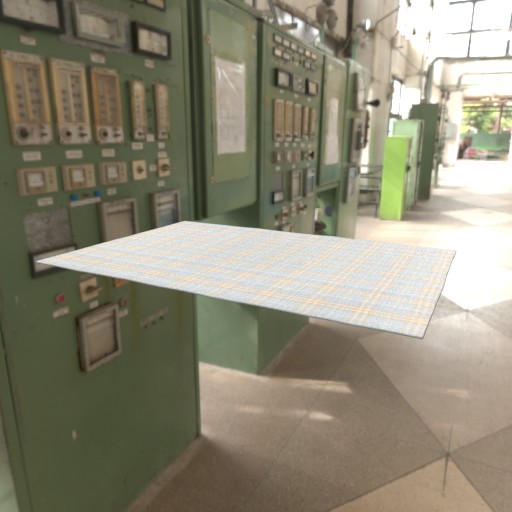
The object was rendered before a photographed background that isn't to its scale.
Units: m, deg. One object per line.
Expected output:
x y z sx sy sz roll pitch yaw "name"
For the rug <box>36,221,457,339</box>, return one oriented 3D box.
0.000 0.000 2.308 1.835 0.012 1.231 8 17 27 "rug"
